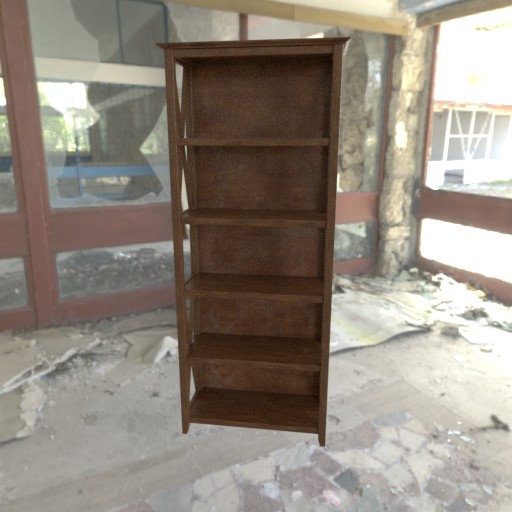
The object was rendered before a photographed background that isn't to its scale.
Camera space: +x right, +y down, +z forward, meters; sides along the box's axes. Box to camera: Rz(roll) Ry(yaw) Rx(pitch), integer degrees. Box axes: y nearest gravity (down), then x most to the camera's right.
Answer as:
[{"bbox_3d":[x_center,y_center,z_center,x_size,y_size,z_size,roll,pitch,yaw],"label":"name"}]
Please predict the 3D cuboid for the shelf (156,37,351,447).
[{"bbox_3d":[0.000,0.000,2.205,0.805,1.905,0.335,2,15,8],"label":"shelf"}]
